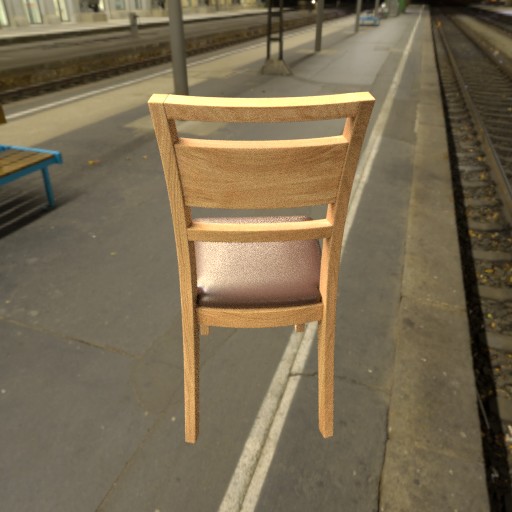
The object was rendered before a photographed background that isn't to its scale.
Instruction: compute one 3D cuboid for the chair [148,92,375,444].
[{"bbox_3d":[0.000,0.000,1.225,0.420,0.940,0.545,-1,30,-2],"label":"chair"}]
